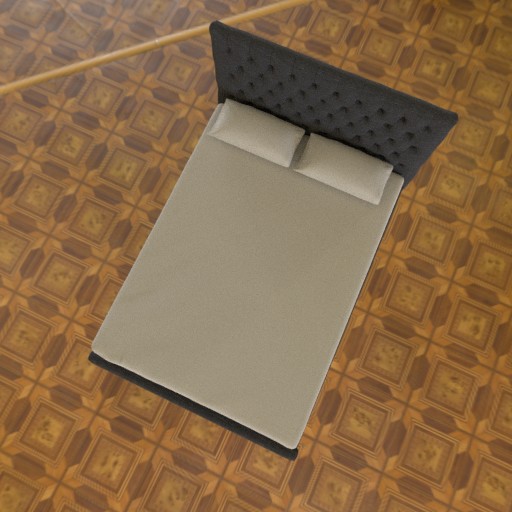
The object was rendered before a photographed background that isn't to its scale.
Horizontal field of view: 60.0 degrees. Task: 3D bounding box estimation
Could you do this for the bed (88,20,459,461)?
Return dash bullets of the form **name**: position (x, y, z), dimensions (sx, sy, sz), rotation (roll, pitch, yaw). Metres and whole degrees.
- **bed**: position (0.000, 0.000, 3.207), dimensions (1.698, 1.427, 2.387), rotation (24, 77, 6)
